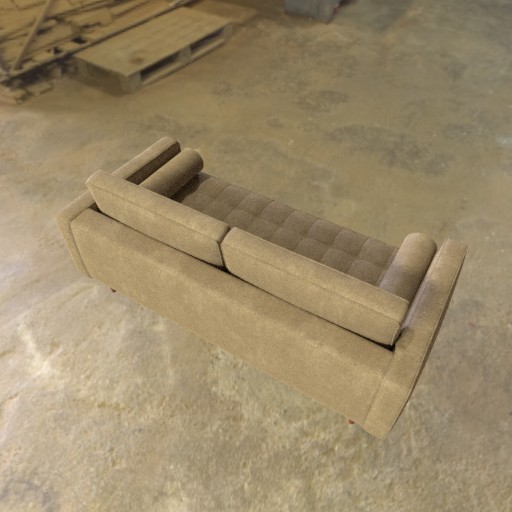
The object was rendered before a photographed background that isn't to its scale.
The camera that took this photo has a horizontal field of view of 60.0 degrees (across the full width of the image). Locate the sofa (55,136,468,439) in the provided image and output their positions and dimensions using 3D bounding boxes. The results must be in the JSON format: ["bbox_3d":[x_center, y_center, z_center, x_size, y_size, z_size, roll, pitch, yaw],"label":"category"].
[{"bbox_3d":[0.000,0.000,2.305,1.883,0.769,0.920,24,51,21],"label":"sofa"}]
